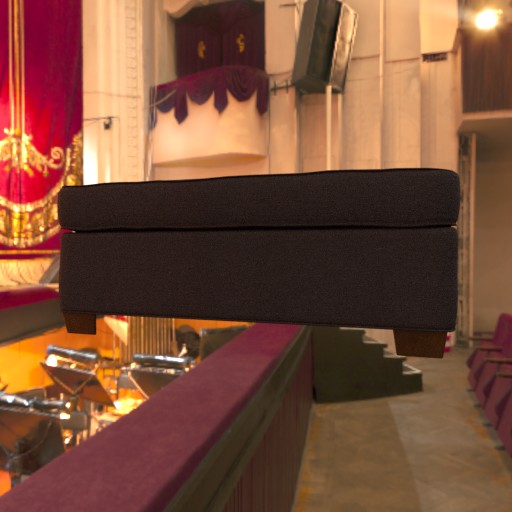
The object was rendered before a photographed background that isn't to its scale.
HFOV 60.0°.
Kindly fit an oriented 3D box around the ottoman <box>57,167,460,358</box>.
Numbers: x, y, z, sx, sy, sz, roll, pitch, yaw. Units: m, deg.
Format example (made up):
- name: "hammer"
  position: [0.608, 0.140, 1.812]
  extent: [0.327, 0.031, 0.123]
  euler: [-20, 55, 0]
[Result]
- name: "ottoman"
  position: [0.000, 0.000, 1.373]
  extent: [1.110, 0.460, 0.515]
  euler: [0, 1, 18]
